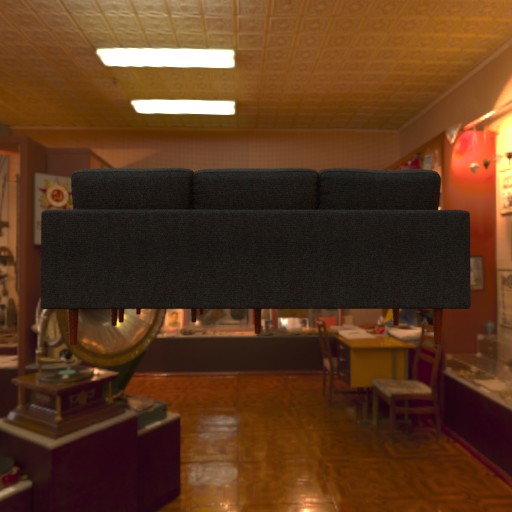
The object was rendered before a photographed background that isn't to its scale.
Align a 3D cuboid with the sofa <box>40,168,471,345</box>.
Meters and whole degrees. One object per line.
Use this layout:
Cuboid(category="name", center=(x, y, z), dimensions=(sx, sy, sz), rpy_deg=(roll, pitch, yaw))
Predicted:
Cuboid(category="sofa", center=(0.000, 0.000, 3.023), dimensions=(2.233, 0.956, 1.504), rpy_deg=(0, -1, 0))
